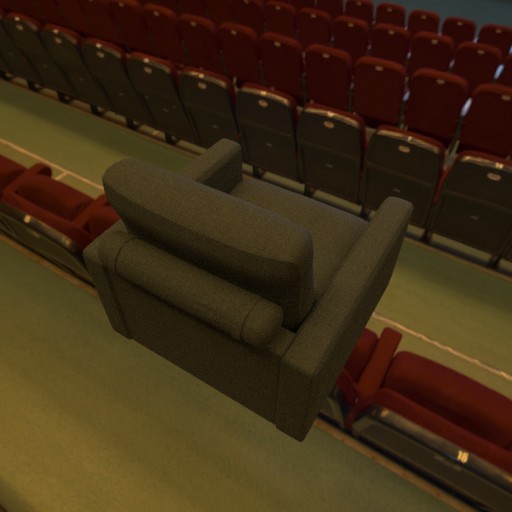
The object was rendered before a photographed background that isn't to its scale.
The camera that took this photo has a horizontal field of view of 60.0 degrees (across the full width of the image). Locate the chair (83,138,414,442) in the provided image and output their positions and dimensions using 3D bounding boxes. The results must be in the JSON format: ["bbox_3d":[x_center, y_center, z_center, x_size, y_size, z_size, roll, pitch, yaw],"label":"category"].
[{"bbox_3d":[0.000,0.000,1.545,0.821,0.880,0.843,24,51,21],"label":"chair"}]
